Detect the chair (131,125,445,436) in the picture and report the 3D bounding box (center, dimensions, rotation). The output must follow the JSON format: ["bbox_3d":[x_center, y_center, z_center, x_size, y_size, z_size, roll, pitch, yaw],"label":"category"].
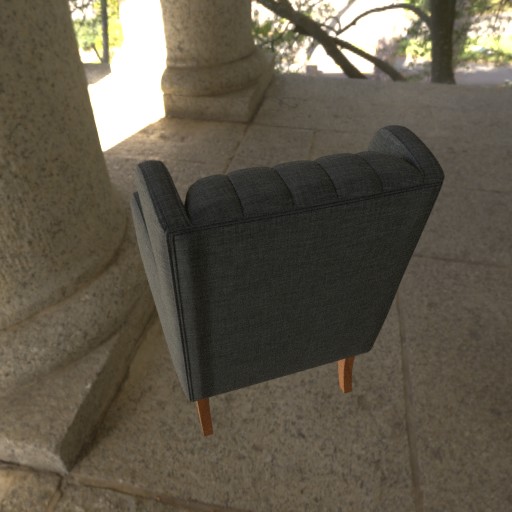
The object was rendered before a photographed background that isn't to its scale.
[{"bbox_3d":[0.000,0.000,1.440,0.711,0.953,0.775,-12,41,-14],"label":"chair"}]
